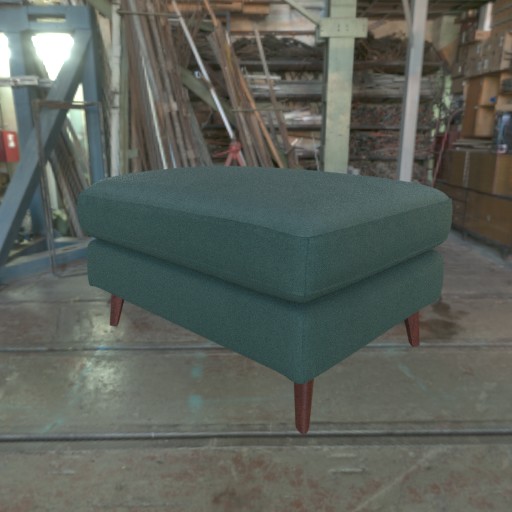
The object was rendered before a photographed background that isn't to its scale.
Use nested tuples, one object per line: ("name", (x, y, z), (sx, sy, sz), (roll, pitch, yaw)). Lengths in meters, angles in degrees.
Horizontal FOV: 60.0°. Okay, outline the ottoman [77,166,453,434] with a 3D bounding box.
("ottoman", (0.000, 0.000, 1.170), (0.811, 0.449, 0.608), (14, 21, 42))
